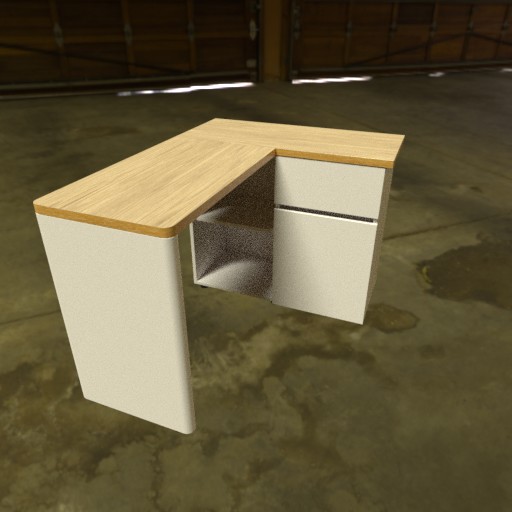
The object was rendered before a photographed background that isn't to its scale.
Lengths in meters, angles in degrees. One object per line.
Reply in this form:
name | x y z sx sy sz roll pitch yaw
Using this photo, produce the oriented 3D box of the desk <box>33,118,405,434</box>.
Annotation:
desk | 0.000 0.000 1.749 0.900 0.760 1.170 11 31 19
